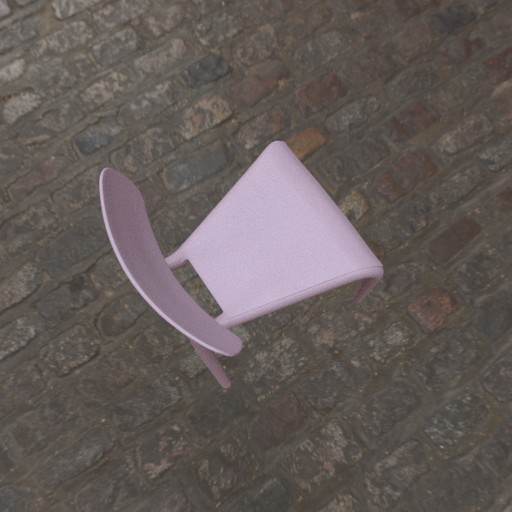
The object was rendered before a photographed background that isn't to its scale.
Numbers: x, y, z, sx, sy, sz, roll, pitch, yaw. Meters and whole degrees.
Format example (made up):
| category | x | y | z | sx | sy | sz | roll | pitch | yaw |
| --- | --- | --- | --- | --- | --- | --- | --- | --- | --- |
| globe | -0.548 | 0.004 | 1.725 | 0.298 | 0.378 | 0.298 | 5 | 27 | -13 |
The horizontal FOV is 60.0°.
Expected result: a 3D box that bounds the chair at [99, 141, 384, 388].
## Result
| category | x | y | z | sx | sy | sz | roll | pitch | yaw |
| --- | --- | --- | --- | --- | --- | --- | --- | --- | --- |
| chair | 0.000 | 0.000 | 0.822 | 0.401 | 0.580 | 0.356 | -34 | 77 | -9 |
